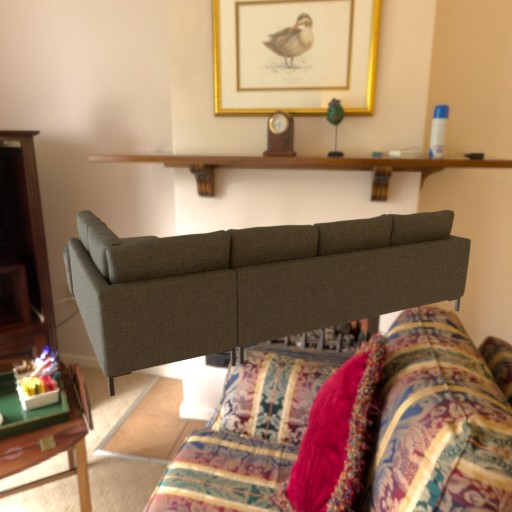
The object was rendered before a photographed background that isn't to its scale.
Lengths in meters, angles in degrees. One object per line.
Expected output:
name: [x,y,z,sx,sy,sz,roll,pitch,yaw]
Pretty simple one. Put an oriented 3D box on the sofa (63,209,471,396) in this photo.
sofa: [0.000,0.000,3.856,2.972,0.858,1.984,-7,16,-26]
